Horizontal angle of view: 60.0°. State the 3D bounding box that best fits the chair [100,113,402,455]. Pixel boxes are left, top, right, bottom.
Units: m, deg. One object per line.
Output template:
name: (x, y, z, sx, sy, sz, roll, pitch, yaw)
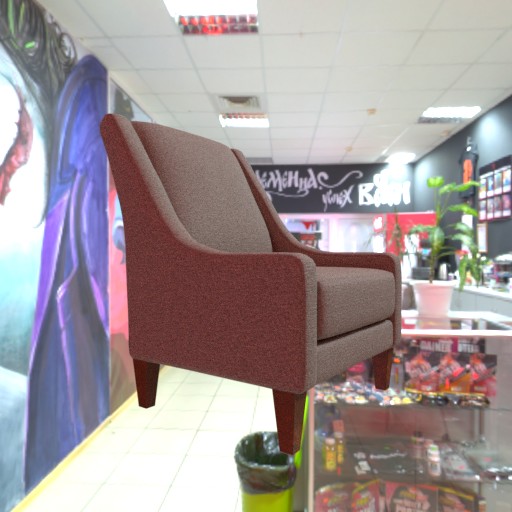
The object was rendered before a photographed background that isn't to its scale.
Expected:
chair: (0.000, 0.000, 1.636, 0.870, 1.016, 0.774, 0, 1, 37)
